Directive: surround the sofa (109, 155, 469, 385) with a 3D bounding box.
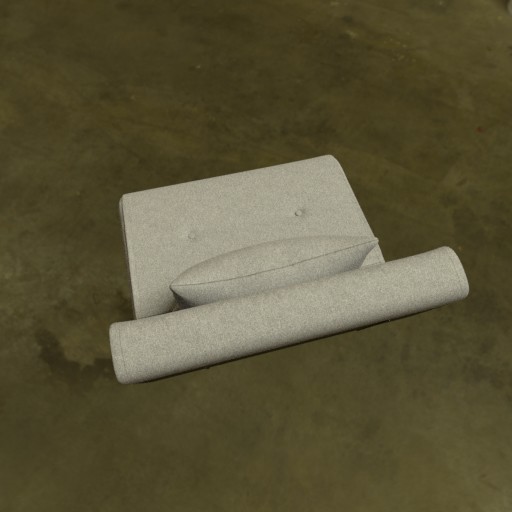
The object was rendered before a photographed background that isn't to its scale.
[{"bbox_3d":[0.000,0.000,1.746,1.020,0.825,1.000,-13,59,-8],"label":"sofa"}]
